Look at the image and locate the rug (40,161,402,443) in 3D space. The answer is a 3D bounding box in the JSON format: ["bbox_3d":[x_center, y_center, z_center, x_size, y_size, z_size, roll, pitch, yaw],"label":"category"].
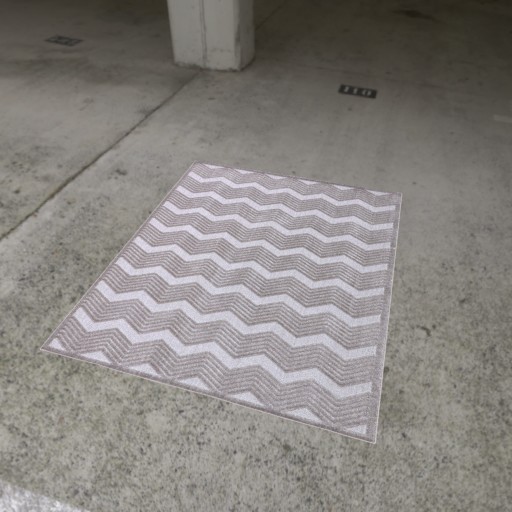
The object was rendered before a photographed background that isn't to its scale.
[{"bbox_3d":[0.000,0.000,3.974,2.391,0.005,2.880,11,42,13],"label":"rug"}]
